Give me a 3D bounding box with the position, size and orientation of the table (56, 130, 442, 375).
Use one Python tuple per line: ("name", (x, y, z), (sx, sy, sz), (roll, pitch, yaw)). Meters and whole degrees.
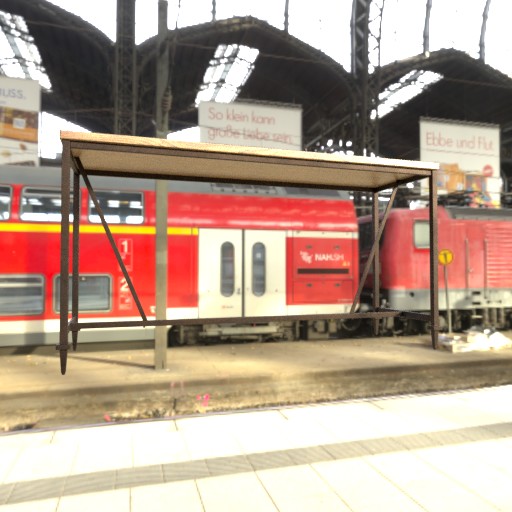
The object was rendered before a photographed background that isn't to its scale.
("table", (0.000, 0.000, 2.136), (1.700, 0.902, 0.551), (1, -2, -18))
